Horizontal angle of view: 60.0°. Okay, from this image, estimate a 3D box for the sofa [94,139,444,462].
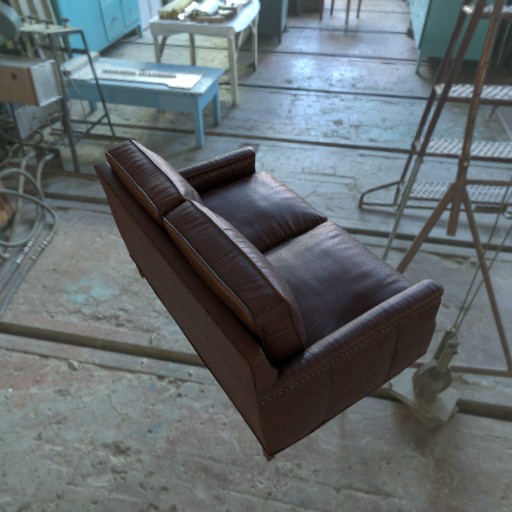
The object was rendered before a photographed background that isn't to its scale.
[{"bbox_3d":[0.000,0.000,2.318,1.083,1.003,1.628,-24,47,-25],"label":"sofa"}]
